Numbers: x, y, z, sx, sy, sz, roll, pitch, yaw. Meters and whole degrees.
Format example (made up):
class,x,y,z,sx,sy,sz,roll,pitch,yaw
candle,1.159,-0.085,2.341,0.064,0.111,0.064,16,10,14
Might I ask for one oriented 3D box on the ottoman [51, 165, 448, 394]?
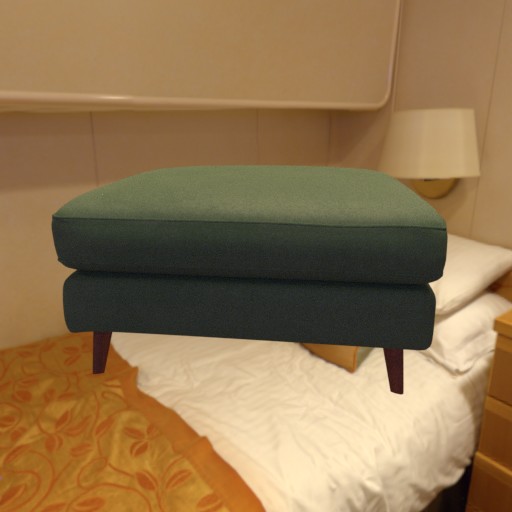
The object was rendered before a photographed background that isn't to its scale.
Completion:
class,x,y,z,sx,sy,sz,roll,pitch,yaw
ottoman,0.000,0.000,1.169,0.811,0.449,0.608,2,18,6
